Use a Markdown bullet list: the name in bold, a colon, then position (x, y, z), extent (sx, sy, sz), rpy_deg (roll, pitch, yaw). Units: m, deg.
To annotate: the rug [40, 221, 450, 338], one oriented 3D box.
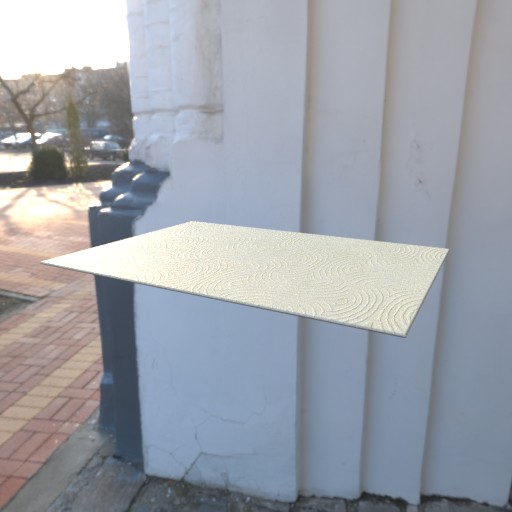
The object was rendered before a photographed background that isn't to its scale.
- **rug**: position (0.000, 0.000, 2.824), extent (2.132, 0.015, 1.526), rpy_deg (8, 17, 28)
